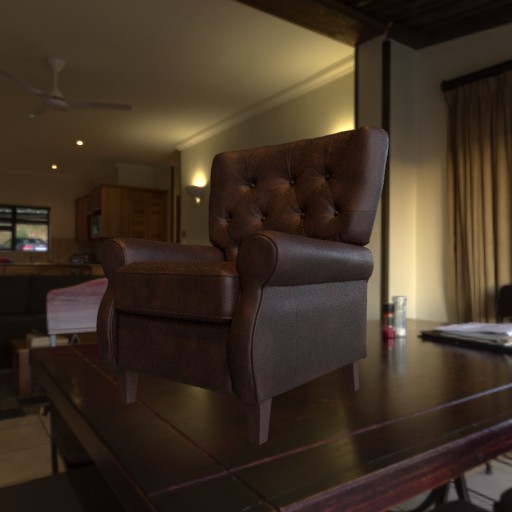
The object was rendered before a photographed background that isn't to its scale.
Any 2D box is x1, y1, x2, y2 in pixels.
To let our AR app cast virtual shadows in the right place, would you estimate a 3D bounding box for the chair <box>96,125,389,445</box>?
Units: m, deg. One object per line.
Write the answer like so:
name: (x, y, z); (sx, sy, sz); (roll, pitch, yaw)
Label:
chair: (0.000, 0.000, 1.897); (0.948, 1.158, 1.058); (0, -1, 37)
